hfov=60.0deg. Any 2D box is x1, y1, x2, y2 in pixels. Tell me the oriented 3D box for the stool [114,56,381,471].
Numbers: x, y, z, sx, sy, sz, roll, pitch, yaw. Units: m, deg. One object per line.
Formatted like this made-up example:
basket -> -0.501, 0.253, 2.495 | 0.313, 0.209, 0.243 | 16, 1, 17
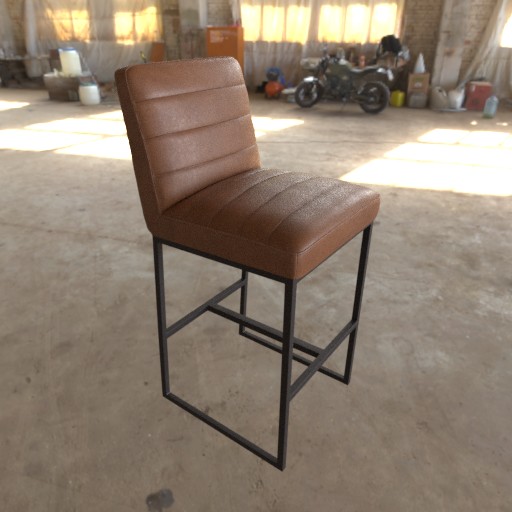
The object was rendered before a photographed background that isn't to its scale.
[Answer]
stool -> 0.000, 0.000, 1.300 | 0.556, 1.040, 0.458 | 19, 33, 31
